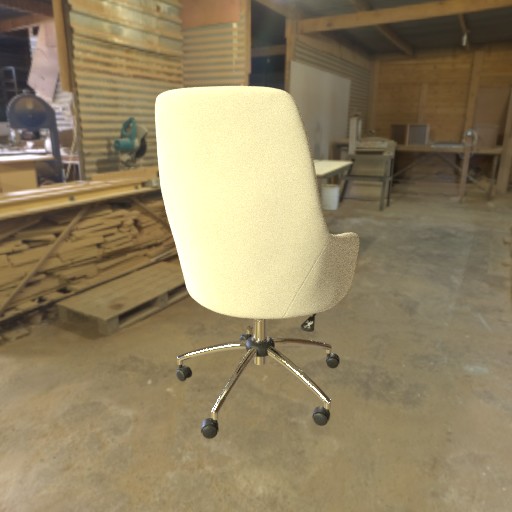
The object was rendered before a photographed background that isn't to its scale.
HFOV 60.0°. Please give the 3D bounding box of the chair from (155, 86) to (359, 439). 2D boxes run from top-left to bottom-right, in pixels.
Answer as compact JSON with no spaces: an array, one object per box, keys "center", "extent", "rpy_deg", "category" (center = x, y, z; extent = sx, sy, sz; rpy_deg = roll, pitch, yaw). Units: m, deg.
[{"center":[0.000,0.000,1.511],"extent":[0.620,1.049,0.640],"rpy_deg":[9,19,26],"category":"chair"}]
